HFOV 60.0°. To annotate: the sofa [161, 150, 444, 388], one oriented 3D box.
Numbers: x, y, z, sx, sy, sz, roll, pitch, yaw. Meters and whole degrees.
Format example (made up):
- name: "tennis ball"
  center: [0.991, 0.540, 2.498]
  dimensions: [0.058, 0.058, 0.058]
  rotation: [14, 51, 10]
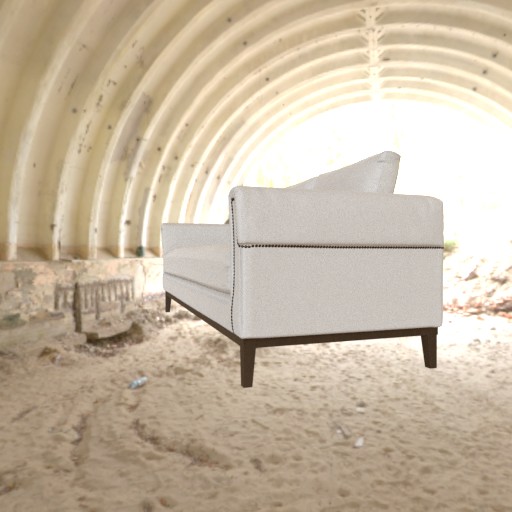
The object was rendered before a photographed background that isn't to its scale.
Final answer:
- name: "sofa"
  center: [0.000, 0.000, 2.692]
  dimensions: [0.902, 0.911, 2.198]
  rotation: [0, 0, -19]
